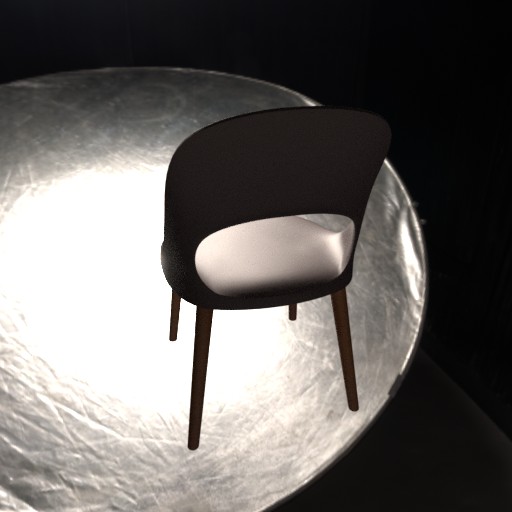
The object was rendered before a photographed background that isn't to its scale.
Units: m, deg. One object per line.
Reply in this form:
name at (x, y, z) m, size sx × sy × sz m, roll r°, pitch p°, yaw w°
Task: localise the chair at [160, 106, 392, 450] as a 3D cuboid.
chair at (0.000, 0.000, 1.124) m, size 0.470 × 0.794 × 0.556 m, roll -8°, pitch 27°, yaw -15°
